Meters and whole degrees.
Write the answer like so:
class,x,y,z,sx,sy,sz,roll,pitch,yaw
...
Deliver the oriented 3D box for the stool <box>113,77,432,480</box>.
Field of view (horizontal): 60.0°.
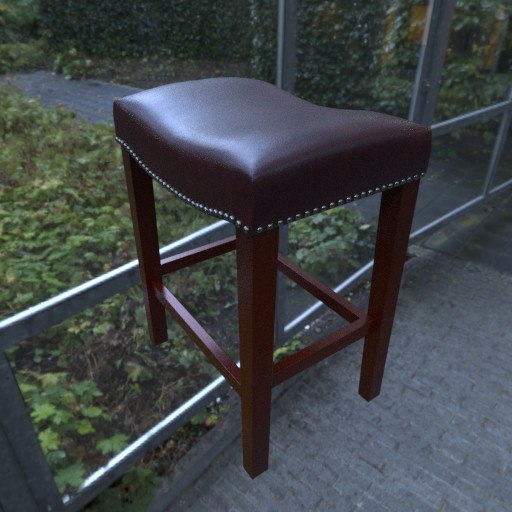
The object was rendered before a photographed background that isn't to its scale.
class,x,y,z,sx,sy,sz,roll,pitch,yaw
stool,0.000,0.000,0.957,0.372,0.657,0.504,-20,37,-29
